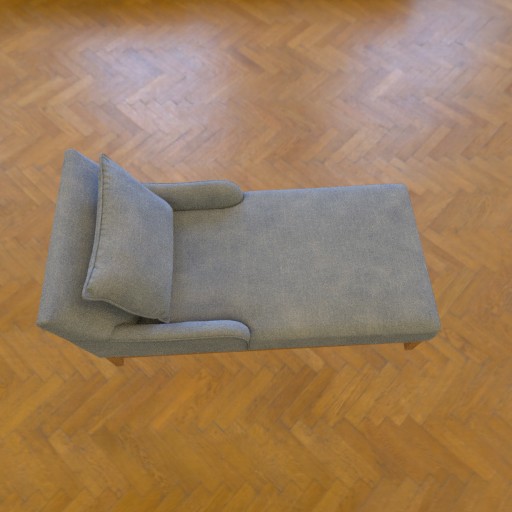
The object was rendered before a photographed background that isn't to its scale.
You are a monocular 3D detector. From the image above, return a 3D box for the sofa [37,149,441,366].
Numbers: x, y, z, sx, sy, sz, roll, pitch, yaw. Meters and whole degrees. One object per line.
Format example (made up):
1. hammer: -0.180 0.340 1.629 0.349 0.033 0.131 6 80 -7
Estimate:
1. sofa: 0.000 0.000 2.284 1.779 0.883 0.904 -3 64 -1
